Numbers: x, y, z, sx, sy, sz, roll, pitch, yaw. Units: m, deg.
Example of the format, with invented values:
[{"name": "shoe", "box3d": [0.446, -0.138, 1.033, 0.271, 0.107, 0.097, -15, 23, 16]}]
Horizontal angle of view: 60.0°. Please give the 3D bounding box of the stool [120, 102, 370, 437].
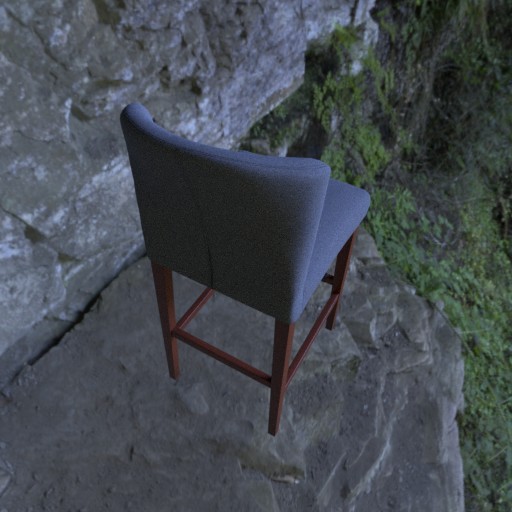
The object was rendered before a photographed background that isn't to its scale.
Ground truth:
[{"name": "stool", "box3d": [0.000, 0.000, 1.329, 0.481, 1.069, 0.568, 23, 51, 20]}]
